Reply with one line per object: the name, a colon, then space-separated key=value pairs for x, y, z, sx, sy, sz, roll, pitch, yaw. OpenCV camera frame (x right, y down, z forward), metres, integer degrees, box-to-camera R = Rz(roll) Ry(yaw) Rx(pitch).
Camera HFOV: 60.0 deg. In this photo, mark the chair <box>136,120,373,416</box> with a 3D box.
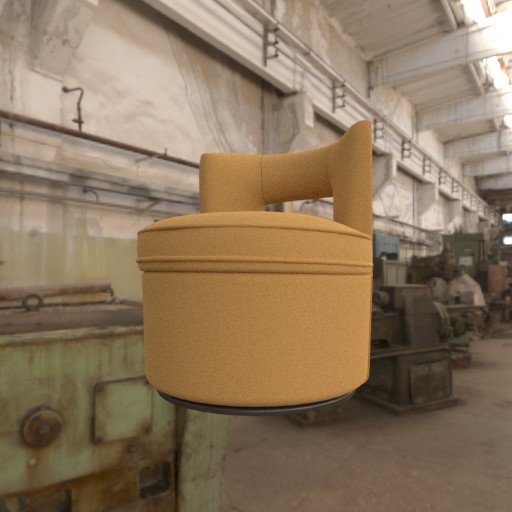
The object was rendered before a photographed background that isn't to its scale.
chair: x=0.000 y=0.000 z=1.260 sx=0.650 sy=0.723 sz=0.665 roll=-1 pitch=-2 yaw=37
